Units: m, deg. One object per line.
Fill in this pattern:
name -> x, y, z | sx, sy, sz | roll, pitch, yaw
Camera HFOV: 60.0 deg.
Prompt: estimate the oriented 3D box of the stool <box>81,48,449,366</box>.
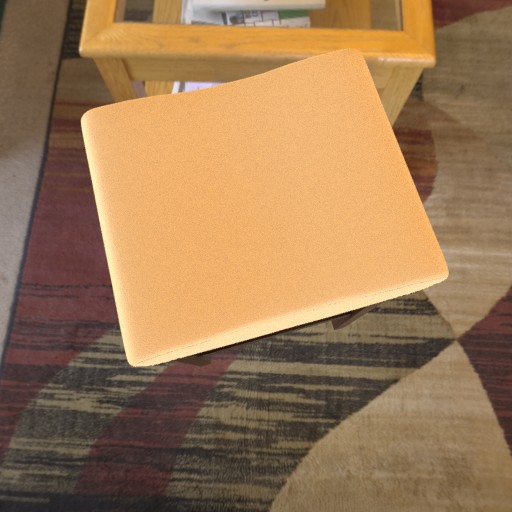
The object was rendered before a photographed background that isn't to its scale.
stool -> 0.000, 0.000, 1.007 | 0.471, 0.762, 0.401 | -15, 75, -4
